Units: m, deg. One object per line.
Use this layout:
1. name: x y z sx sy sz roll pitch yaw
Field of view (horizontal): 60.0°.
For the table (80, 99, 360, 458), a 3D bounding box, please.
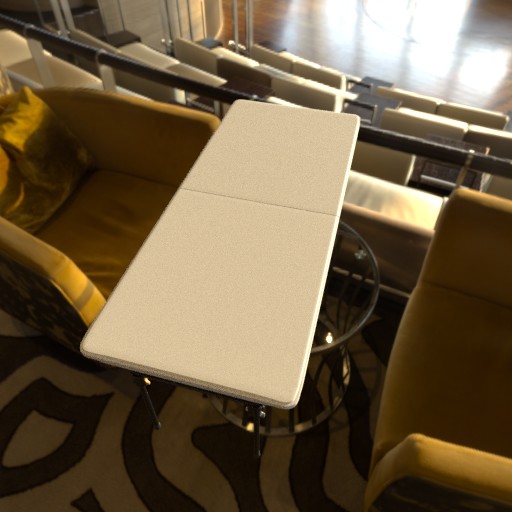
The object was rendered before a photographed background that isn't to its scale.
1. table: 0.000 0.000 2.277 0.761 0.719 1.829 11 47 11
